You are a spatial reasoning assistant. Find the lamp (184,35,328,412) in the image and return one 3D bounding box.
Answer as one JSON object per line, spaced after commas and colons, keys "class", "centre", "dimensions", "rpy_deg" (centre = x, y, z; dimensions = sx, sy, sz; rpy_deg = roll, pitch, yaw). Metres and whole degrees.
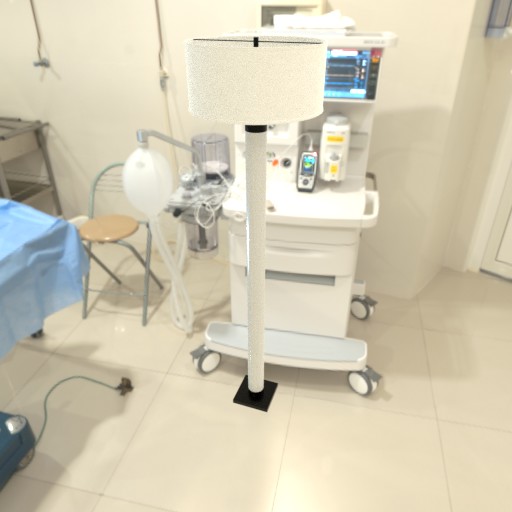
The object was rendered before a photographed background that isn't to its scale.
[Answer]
{"class": "lamp", "centre": [0.000, 0.000, 1.662], "dimensions": [0.420, 1.475, 0.420], "rpy_deg": [10, 32, 17]}
